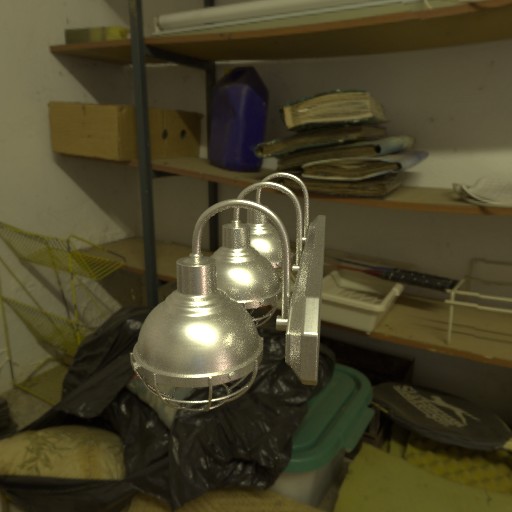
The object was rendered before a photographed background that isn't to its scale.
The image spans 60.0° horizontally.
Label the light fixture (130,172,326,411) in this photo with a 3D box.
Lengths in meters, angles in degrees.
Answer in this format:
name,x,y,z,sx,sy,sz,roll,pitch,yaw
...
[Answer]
name,x,y,z,sx,sy,sz,roll,pitch,yaw
light fixture,0.000,0.000,0.761,0.229,0.254,0.634,2,14,9
